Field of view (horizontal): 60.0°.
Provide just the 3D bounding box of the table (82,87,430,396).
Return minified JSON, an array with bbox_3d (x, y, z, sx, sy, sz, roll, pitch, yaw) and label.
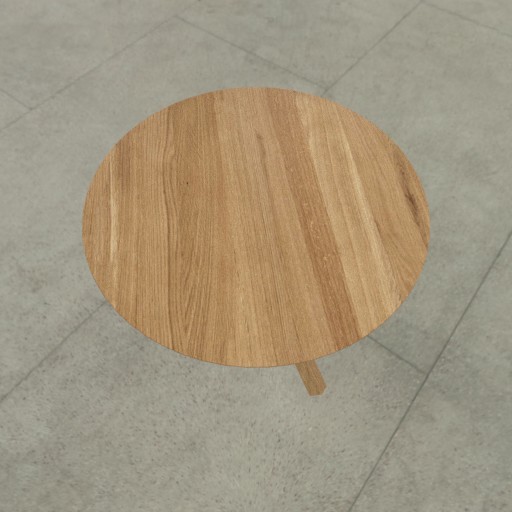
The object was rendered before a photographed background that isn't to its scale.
[{"bbox_3d":[0.000,0.000,1.631,1.038,0.666,1.038,0,59,0],"label":"table"}]
